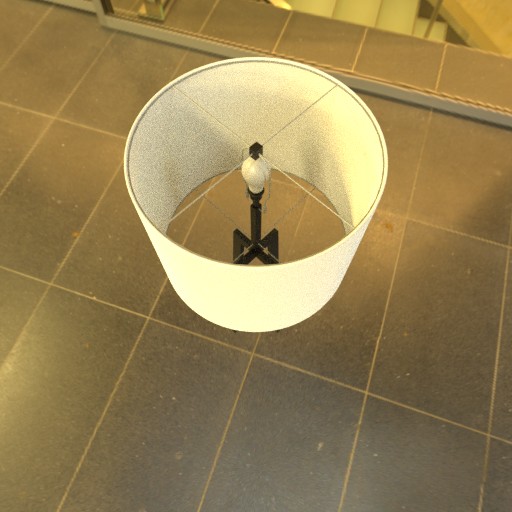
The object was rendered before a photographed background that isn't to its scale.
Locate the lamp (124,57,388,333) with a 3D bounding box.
[{"bbox_3d":[0.000,0.000,0.652,0.257,0.489,0.257,0,64,0],"label":"lamp"}]
